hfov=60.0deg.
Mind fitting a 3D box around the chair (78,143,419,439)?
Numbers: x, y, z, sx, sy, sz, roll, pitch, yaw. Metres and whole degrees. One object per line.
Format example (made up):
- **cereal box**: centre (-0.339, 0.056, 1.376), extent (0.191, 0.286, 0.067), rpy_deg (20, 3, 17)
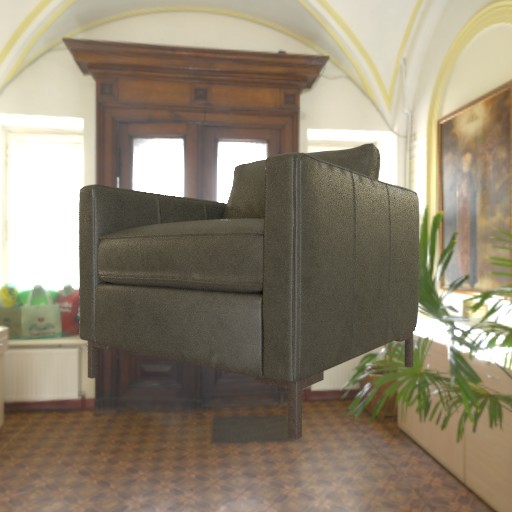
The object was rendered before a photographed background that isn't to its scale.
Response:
- **chair**: centre (0.000, 0.000, 1.499), extent (0.967, 0.824, 0.861), rpy_deg (0, 0, 37)
